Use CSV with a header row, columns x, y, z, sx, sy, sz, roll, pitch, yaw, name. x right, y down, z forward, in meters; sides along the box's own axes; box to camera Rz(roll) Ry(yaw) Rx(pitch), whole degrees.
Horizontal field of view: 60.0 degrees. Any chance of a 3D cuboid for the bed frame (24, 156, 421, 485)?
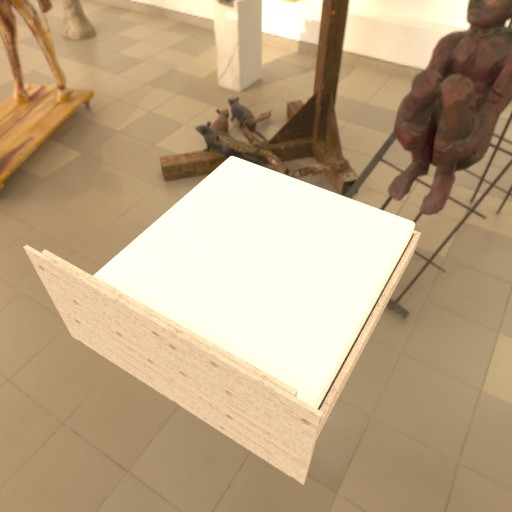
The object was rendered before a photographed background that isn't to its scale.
x,y,z,sx,sy,sz,roll,pitch,yaw,name
0.000,0.000,3.217,1.950,0.970,2.080,24,51,21,bed frame
